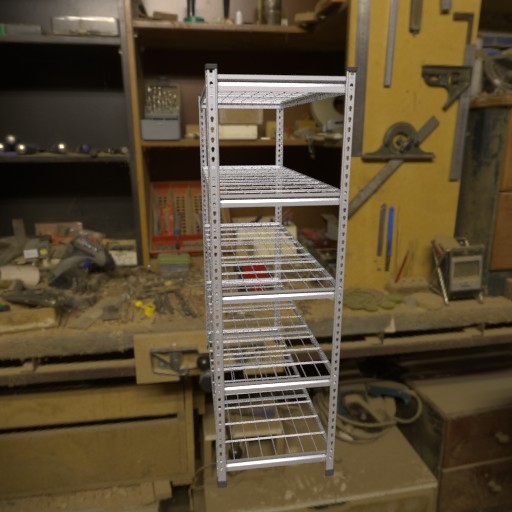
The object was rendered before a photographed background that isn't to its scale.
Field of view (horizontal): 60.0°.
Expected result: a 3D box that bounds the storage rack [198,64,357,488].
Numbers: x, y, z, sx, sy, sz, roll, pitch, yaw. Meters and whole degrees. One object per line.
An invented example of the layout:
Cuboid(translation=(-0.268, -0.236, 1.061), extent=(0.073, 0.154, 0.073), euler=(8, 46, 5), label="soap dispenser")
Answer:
Cuboid(translation=(0.000, 0.000, 2.729), extent=(0.610, 1.981, 1.524), euler=(-2, 16, -8), label="storage rack")
